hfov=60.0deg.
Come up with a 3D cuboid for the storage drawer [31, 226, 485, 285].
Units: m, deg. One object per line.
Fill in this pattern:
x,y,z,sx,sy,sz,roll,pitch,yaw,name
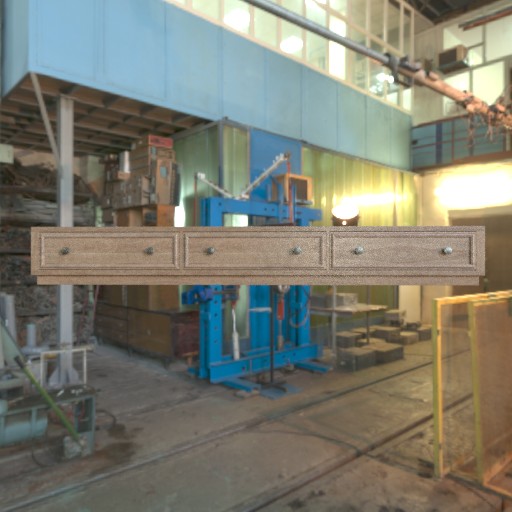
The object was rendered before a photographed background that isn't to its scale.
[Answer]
0.000,0.000,2.233,2.032,0.264,0.538,0,0,2,storage drawer
